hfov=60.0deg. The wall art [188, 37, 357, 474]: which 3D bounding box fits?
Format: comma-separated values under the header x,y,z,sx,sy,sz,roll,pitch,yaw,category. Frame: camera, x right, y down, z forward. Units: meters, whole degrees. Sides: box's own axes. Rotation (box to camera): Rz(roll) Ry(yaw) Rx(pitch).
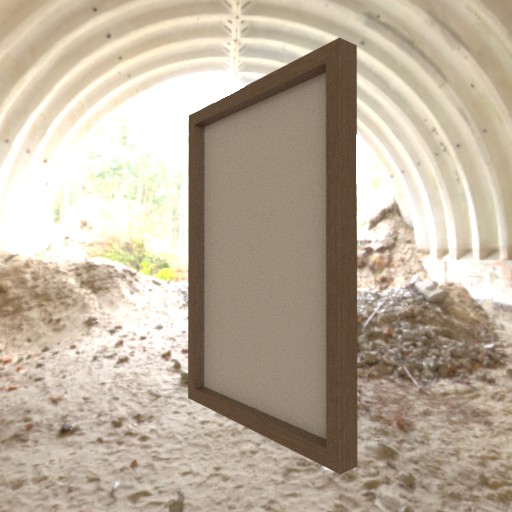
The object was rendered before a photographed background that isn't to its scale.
x,y,z,sx,sy,sz,roll,pitch,yaw,category
0.000,0.000,0.668,0.032,0.510,0.358,0,0,-38,wall art
